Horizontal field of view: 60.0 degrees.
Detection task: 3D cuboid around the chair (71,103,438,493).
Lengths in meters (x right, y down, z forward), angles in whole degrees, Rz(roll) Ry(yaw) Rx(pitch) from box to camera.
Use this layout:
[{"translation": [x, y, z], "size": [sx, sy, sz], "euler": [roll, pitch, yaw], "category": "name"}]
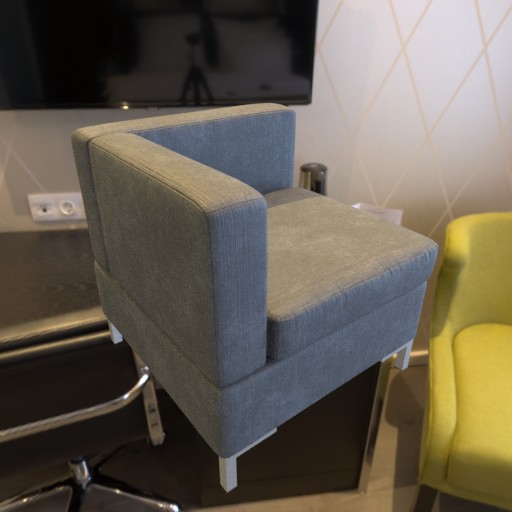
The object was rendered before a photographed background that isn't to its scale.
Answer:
[{"translation": [0.000, 0.000, 1.179], "size": [0.680, 0.660, 0.680], "euler": [-20, 34, -32], "category": "chair"}]
